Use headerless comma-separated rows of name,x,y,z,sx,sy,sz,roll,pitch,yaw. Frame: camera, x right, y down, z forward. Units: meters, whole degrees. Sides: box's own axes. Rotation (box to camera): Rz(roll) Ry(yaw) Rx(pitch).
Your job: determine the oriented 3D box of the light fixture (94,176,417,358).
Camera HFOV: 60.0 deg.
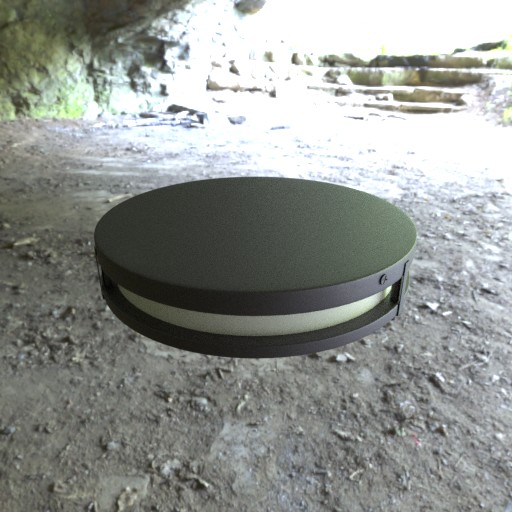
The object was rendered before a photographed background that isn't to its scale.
light fixture,0.000,0.000,0.532,0.356,0.102,0.356,0,25,0
